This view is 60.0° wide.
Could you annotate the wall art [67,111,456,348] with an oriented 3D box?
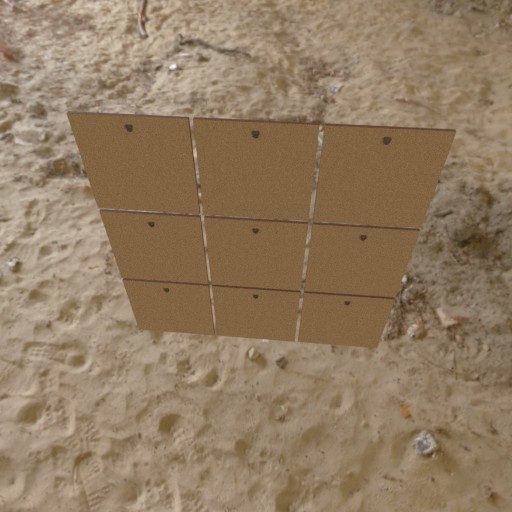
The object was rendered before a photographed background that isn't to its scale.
[{"bbox_3d":[0.000,0.000,1.825,1.221,1.218,0.019,4,47,4],"label":"wall art"}]
